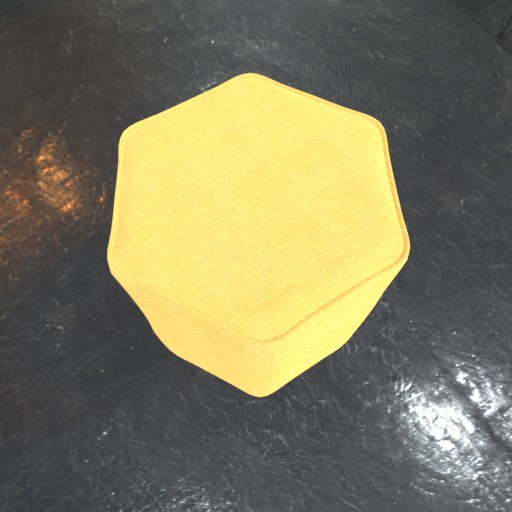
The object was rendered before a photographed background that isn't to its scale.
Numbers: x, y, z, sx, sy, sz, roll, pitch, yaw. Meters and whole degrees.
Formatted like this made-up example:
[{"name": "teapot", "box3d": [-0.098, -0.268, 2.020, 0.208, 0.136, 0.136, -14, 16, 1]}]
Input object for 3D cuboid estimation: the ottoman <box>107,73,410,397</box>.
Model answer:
[{"name": "ottoman", "box3d": [0.000, 0.000, 0.890, 0.494, 0.502, 0.443, -30, 68, -13]}]
